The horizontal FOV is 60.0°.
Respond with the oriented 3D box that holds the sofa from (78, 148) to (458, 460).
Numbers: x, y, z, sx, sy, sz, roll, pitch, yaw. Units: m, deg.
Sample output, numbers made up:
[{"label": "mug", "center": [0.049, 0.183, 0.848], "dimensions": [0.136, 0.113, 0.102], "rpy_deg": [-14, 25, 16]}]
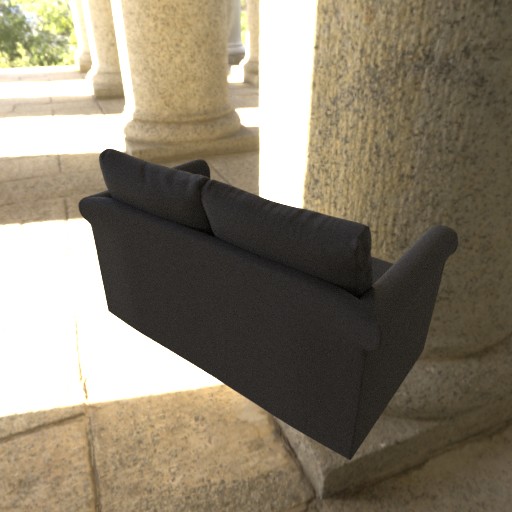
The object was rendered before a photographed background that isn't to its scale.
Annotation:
[{"label": "sofa", "center": [0.000, 0.000, 1.947], "dimensions": [1.460, 0.872, 0.741], "rpy_deg": [21, 36, 32]}]
